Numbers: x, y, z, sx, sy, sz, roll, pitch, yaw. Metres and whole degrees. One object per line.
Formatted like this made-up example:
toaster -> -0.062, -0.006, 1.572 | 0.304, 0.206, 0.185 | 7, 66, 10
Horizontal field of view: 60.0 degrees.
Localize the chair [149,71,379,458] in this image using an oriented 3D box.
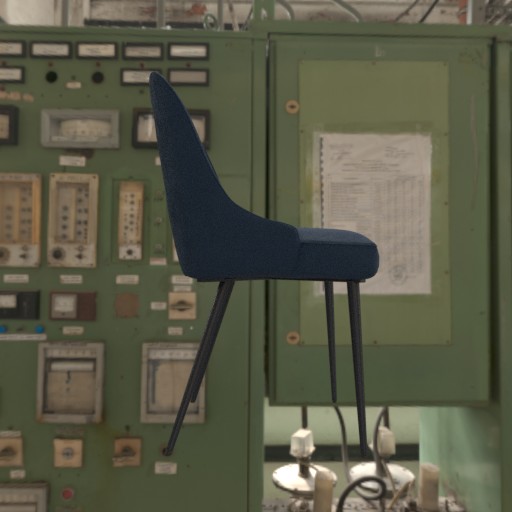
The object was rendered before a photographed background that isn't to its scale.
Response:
chair -> 0.000, 0.000, 1.178 | 0.559, 0.896, 0.478 | 0, -1, 0
